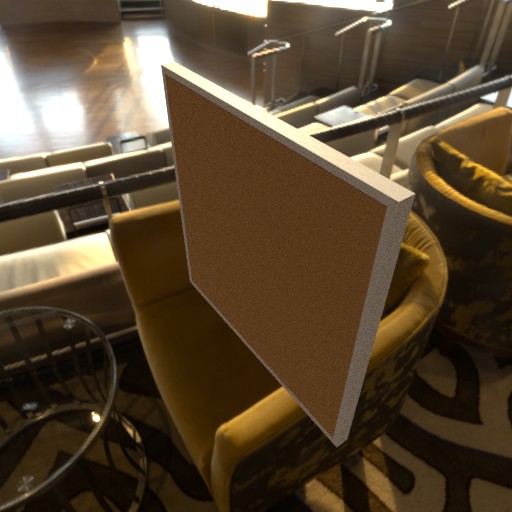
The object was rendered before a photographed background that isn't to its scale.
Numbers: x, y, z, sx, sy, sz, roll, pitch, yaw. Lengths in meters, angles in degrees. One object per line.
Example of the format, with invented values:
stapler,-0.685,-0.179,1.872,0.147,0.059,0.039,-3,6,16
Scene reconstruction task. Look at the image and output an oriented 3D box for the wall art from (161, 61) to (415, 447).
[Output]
wall art,0.000,0.000,1.140,0.038,0.762,0.762,-26,47,-26
